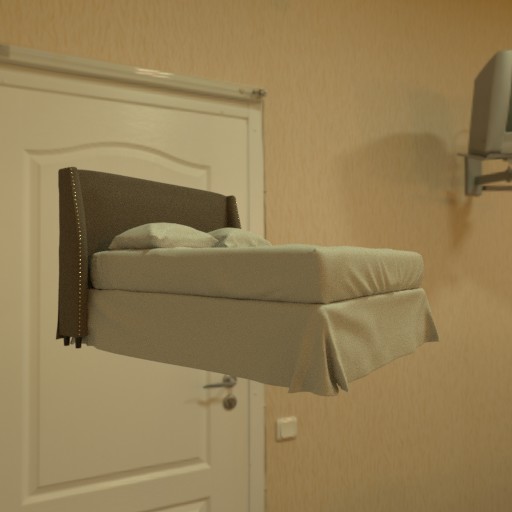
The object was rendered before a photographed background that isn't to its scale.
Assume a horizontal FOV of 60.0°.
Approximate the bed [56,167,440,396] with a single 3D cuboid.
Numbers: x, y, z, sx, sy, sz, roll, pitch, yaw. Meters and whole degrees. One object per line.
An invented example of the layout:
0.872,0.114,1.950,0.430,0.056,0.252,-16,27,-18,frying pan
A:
0.000,0.000,3.356,2.276,1.332,1.925,0,-1,37,bed
